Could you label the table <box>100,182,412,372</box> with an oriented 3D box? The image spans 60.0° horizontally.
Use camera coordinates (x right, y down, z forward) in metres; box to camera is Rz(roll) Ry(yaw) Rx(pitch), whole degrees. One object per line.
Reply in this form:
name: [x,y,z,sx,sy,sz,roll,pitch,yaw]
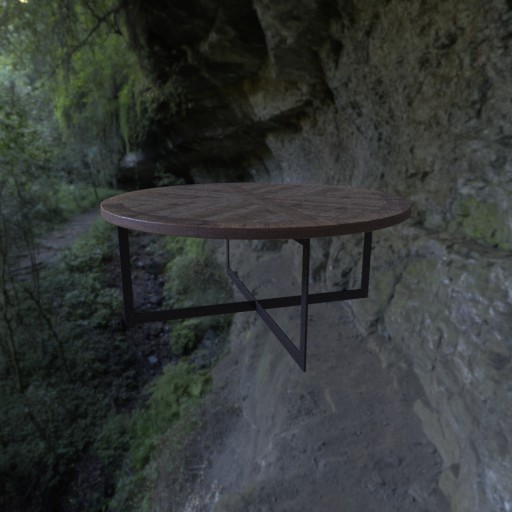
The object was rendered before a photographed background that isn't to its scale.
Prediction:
table: [0.000,0.000,1.967,1.264,0.516,1.264,0,15,0]
